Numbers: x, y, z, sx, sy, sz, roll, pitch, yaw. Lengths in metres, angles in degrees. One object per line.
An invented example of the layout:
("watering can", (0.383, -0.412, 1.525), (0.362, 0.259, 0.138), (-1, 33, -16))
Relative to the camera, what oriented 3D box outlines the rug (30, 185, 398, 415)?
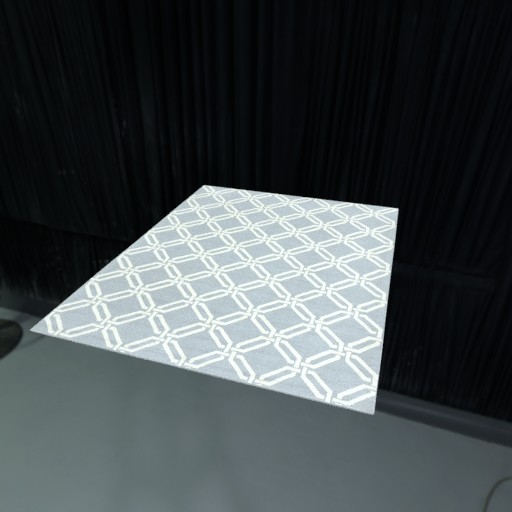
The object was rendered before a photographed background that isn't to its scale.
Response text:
("rug", (0.000, 0.000, 3.893), (2.288, 0.018, 2.895), (9, 31, 16))
